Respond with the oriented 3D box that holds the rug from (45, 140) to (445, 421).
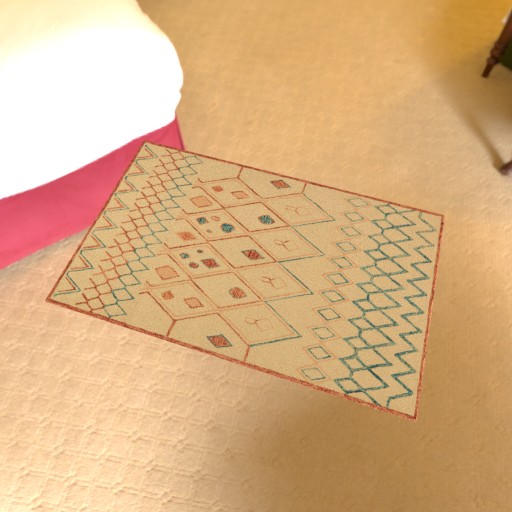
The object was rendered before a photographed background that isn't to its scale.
[{"bbox_3d":[0.000,0.000,3.102,2.438,0.015,1.524,16,61,9],"label":"rug"}]
